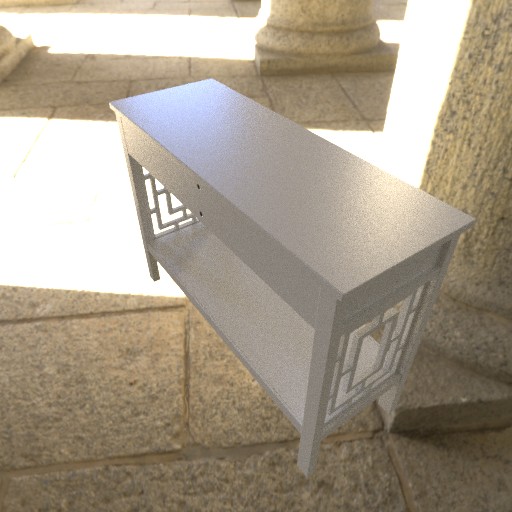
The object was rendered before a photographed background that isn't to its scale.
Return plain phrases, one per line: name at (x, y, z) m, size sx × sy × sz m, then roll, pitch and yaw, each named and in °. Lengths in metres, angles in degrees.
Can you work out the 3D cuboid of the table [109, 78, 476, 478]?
table at (0.000, 0.000, 1.420) m, size 0.397 × 0.753 × 1.068 m, roll -25°, pitch 46°, yaw -26°
